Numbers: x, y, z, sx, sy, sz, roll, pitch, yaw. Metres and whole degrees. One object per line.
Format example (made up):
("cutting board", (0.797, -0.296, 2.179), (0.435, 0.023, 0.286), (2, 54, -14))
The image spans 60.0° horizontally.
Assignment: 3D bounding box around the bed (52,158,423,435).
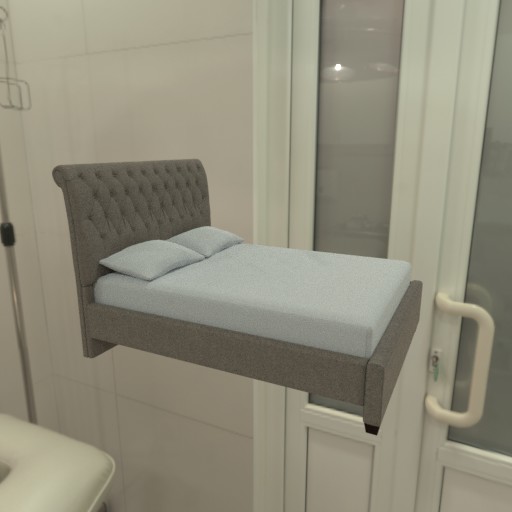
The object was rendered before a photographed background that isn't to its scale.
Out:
("bed", (0.000, 0.000, 3.349), (2.252, 1.371, 1.645), (7, 16, 26))
